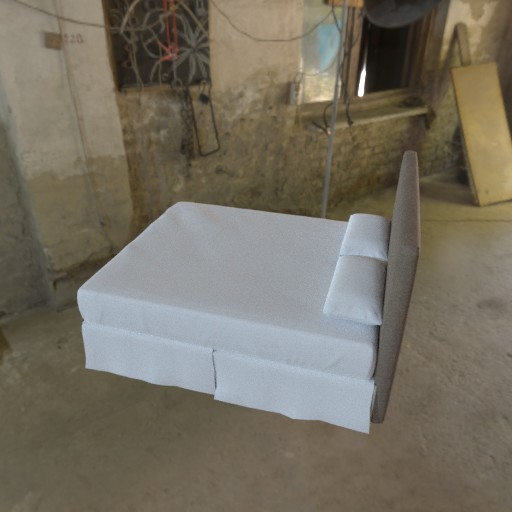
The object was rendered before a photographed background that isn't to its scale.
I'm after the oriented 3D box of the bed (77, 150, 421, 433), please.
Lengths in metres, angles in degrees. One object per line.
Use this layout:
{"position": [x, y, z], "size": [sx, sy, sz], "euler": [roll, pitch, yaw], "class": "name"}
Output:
{"position": [0.000, 0.000, 3.336], "size": [2.142, 1.330, 1.723], "euler": [9, 31, 15], "class": "bed"}
